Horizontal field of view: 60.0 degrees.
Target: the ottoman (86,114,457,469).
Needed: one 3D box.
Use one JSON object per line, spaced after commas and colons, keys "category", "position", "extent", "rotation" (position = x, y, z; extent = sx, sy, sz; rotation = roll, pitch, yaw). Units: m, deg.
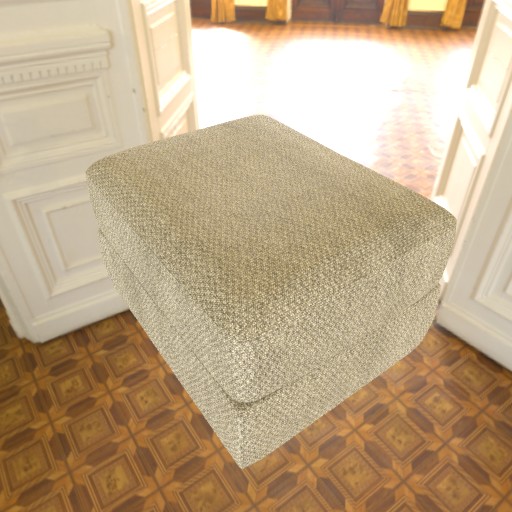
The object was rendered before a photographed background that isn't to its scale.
{"category": "ottoman", "position": [0.000, 0.000, 1.147], "extent": [0.603, 0.476, 0.751], "rotation": [-24, 45, -27]}
